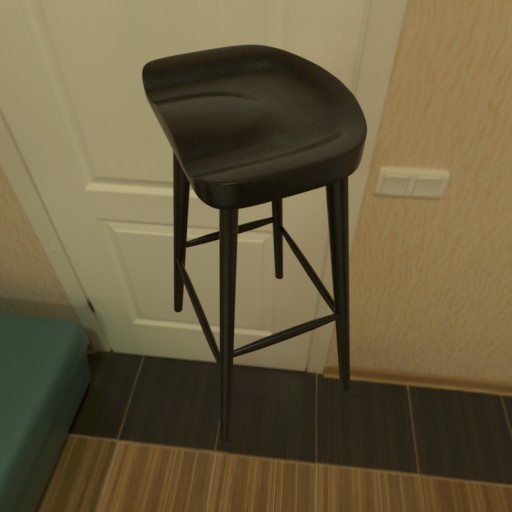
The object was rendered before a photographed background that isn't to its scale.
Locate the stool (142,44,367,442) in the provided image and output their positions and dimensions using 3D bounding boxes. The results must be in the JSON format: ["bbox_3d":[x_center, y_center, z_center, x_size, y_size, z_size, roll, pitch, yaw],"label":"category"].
[{"bbox_3d":[0.000,0.000,0.980,0.361,0.749,0.440,-17,49,-15],"label":"stool"}]
